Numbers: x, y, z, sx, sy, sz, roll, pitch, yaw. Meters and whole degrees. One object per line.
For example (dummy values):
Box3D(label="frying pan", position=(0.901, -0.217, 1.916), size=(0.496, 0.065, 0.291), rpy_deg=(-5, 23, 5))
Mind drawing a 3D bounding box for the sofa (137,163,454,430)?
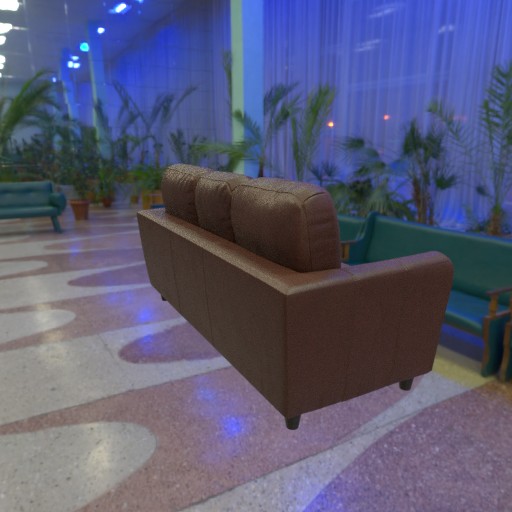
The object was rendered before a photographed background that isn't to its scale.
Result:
Box3D(label="sofa", position=(0.000, 0.000, 2.375), size=(0.802, 0.915, 1.862), rpy_deg=(-8, 17, -28))
